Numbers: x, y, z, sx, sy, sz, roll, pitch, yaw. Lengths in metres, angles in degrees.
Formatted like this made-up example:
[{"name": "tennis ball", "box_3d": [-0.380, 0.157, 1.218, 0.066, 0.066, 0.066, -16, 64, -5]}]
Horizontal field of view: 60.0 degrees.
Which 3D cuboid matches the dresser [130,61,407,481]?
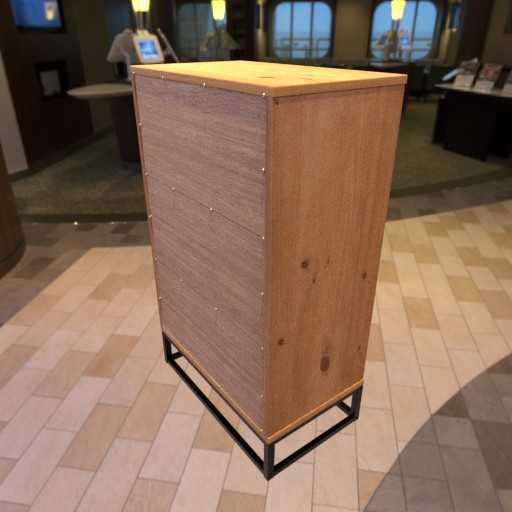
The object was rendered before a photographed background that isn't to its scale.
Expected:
[{"name": "dresser", "box_3d": [0.000, 0.000, 1.595, 0.479, 1.240, 0.761, -19, 32, -32]}]
